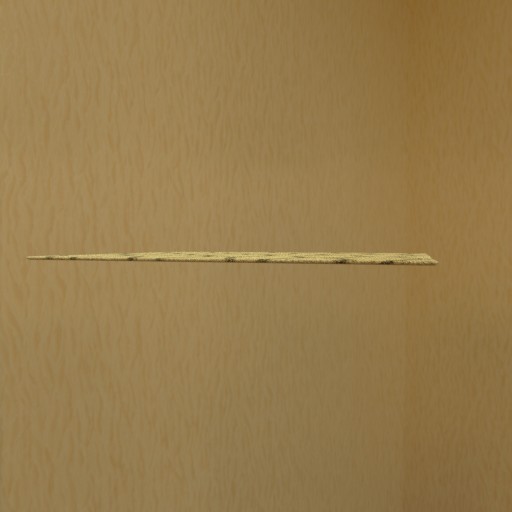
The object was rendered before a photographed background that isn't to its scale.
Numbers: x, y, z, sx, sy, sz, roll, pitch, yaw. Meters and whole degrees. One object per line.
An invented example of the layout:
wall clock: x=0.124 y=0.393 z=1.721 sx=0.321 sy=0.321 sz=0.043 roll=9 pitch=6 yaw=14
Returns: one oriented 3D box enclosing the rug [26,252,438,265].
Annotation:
rug: x=0.000 y=0.000 z=4.093 sx=3.000 sy=0.026 sz=2.399 roll=1 pitch=2 yaw=19
